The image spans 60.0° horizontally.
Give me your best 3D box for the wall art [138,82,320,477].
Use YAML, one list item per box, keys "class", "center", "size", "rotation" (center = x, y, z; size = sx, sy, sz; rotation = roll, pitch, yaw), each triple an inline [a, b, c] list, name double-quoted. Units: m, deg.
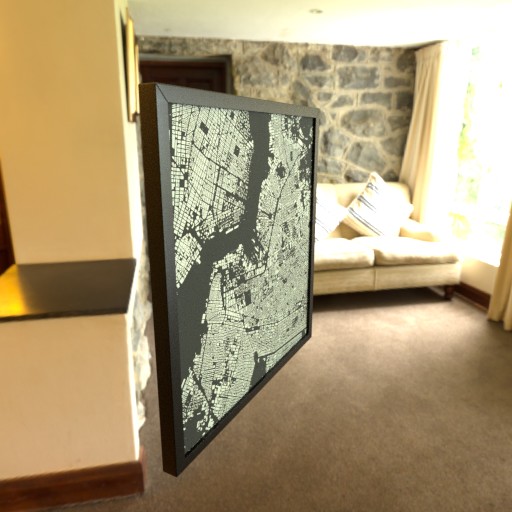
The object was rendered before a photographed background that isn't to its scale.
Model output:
- class: "wall art"
  center: [0.000, 0.000, 1.141]
  size: [0.038, 0.761, 0.755]
  rotation: [8, 17, 27]
